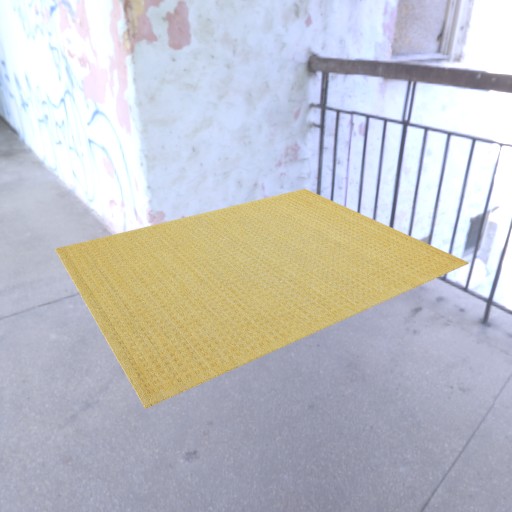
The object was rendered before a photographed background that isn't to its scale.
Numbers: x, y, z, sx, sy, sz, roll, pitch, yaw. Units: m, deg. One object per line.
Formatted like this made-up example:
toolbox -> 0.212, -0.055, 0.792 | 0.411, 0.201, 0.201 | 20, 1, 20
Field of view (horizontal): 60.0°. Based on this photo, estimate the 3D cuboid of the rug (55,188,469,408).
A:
rug -> 0.000, 0.000, 4.370 | 3.242, 0.015, 2.486 | -17, 33, -29
